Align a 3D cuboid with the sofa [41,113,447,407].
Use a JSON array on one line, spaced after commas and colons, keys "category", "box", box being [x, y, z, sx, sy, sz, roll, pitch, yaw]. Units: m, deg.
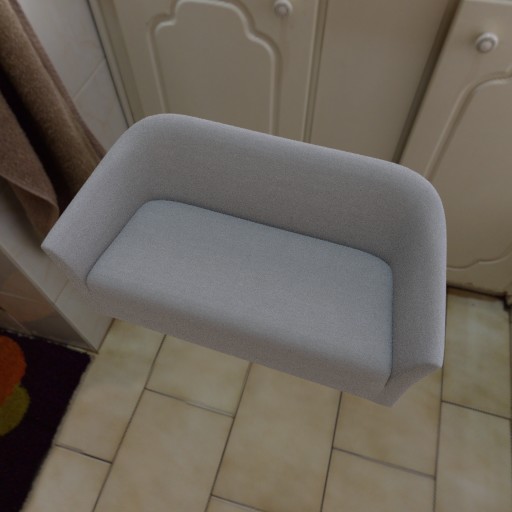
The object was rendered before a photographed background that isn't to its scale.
[{"category": "sofa", "box": [0.000, 0.000, 1.859, 1.452, 0.721, 0.705, 16, 59, 10]}]
